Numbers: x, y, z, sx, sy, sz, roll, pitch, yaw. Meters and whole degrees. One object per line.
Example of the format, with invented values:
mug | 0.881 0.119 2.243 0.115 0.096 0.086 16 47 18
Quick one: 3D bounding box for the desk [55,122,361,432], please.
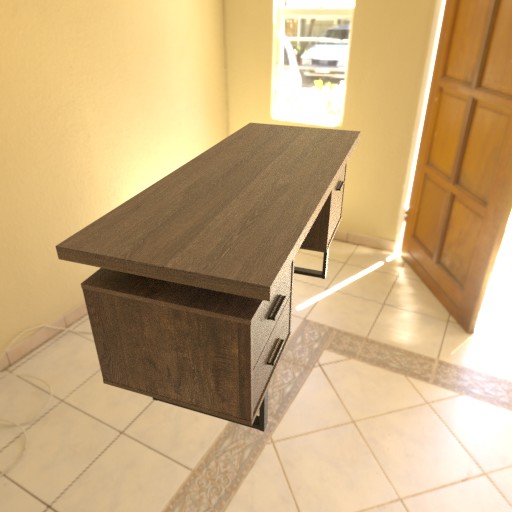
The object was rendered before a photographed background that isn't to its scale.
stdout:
desk | 0.000 0.000 1.907 0.600 0.760 1.524 10 31 17
